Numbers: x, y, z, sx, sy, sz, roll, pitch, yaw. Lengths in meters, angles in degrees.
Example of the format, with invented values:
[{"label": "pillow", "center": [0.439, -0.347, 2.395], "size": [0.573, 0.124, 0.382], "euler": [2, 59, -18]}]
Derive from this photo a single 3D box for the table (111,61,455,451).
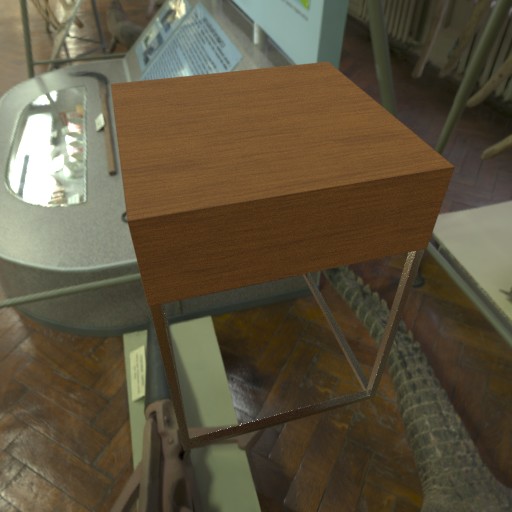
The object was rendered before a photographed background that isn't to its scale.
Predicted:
[{"label": "table", "center": [0.000, 0.000, 0.830], "size": [0.397, 0.540, 0.398], "euler": [-11, 43, -12]}]
